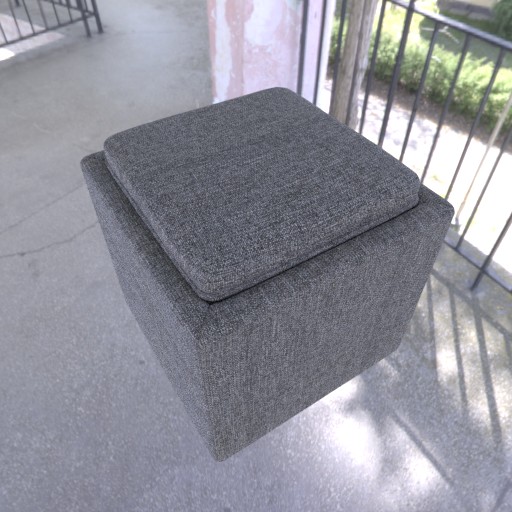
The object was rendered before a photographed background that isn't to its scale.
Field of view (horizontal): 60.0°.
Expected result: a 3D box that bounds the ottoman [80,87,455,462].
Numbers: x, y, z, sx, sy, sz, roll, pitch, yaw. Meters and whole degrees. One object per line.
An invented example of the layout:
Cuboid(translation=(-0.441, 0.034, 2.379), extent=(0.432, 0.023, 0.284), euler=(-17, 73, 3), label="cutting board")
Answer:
Cuboid(translation=(0.000, 0.000, 0.838), extent=(0.450, 0.460, 0.450), euler=(-25, 51, -22), label="ottoman")
